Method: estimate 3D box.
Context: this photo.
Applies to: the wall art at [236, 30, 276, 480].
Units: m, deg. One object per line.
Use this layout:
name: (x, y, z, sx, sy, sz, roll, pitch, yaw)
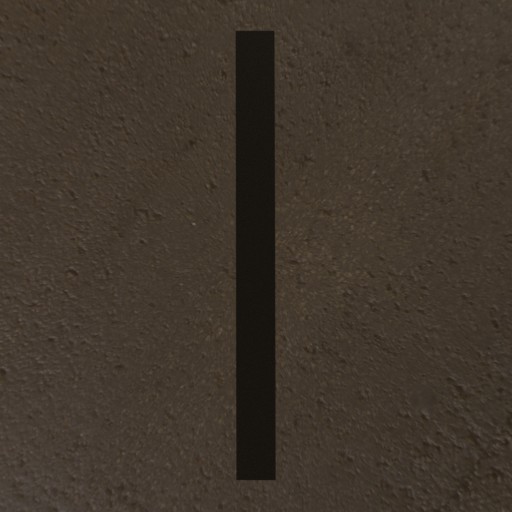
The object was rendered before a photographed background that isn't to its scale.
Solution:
wall art: (0.000, 0.000, 0.481, 0.029, 0.318, 0.327, 0, 90, 0)
